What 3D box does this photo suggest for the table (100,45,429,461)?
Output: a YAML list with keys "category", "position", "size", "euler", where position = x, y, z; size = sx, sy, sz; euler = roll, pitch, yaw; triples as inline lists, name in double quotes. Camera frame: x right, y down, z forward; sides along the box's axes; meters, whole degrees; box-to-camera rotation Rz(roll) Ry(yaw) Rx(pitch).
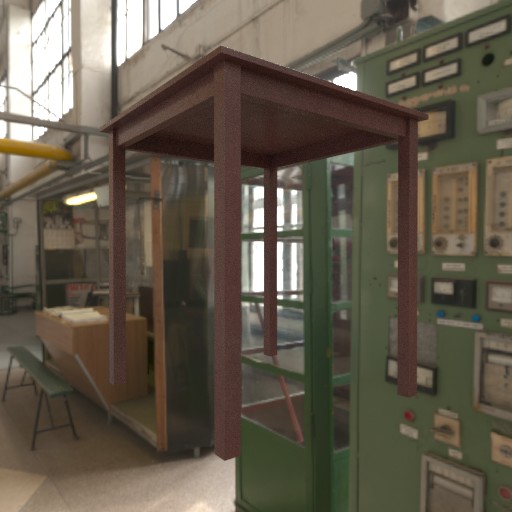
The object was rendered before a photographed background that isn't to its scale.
- category: "table"
  position: [0.000, 0.000, 1.636]
  size: [0.861, 0.991, 0.861]
  euler: [0, 1, -37]
